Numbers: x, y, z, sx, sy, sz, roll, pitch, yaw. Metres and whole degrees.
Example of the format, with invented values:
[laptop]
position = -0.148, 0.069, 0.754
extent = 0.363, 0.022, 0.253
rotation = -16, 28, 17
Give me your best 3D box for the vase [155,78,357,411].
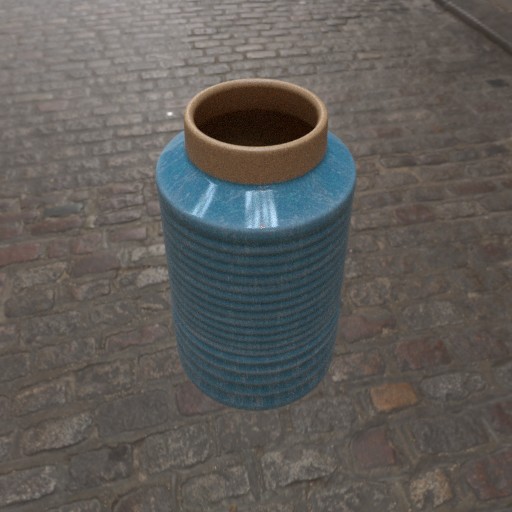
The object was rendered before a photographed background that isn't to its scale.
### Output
[vase]
position = 0.000, 0.000, 0.375
extent = 0.163, 0.267, 0.163
rotation = 0, 47, 0
